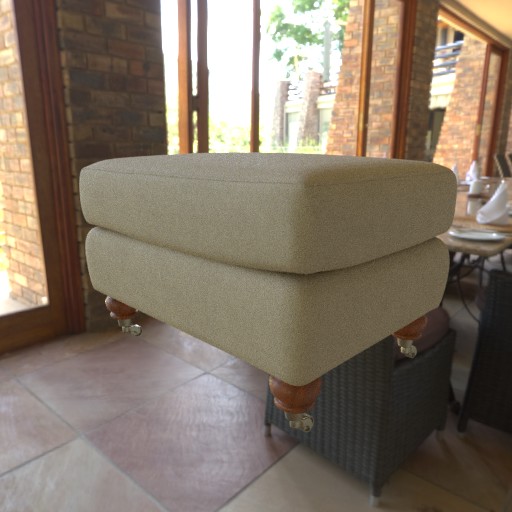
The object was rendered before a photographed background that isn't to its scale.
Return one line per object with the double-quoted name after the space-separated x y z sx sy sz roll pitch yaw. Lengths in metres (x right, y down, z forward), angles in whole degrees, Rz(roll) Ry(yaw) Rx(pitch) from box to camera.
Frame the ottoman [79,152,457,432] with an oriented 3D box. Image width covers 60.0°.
0.000 0.000 1.107 0.773 0.504 0.569 13 19 43 "ottoman"
